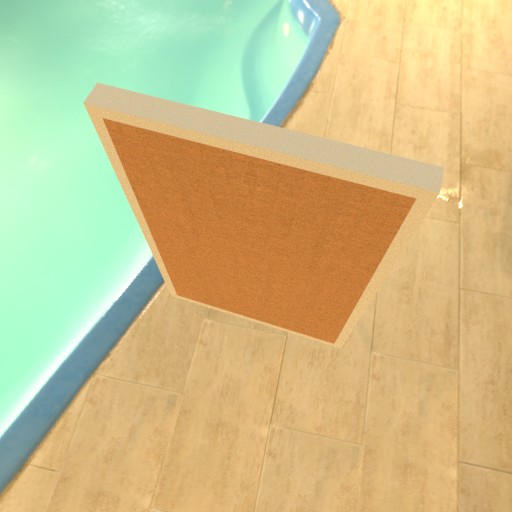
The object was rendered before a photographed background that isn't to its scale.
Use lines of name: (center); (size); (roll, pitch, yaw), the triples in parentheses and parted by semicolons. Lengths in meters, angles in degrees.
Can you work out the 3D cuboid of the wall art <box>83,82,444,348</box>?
wall art: (0.000, 0.000, 0.542); (0.293, 0.428, 0.025); (16, 64, 8)
